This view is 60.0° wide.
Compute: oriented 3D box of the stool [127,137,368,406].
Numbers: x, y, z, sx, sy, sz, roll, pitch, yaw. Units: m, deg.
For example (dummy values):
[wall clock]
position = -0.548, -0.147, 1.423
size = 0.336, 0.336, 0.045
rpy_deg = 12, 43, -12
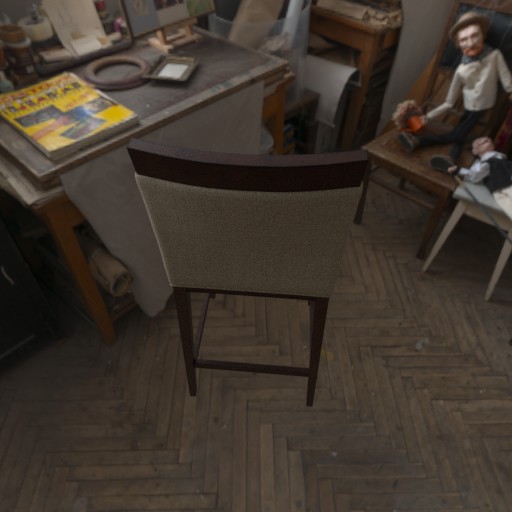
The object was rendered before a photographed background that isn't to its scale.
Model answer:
[stool]
position = 0.000, 0.000, 1.326
size = 0.463, 1.011, 0.480
rpy_deg = 4, 47, 4
